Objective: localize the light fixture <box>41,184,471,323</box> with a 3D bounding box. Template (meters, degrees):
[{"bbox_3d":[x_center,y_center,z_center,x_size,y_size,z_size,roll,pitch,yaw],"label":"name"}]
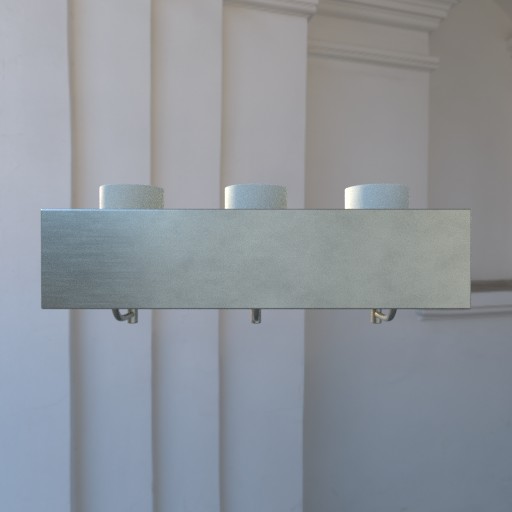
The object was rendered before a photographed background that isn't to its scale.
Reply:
[{"bbox_3d":[0.000,0.000,0.536,0.451,0.172,0.145,0,0,0],"label":"light fixture"}]
